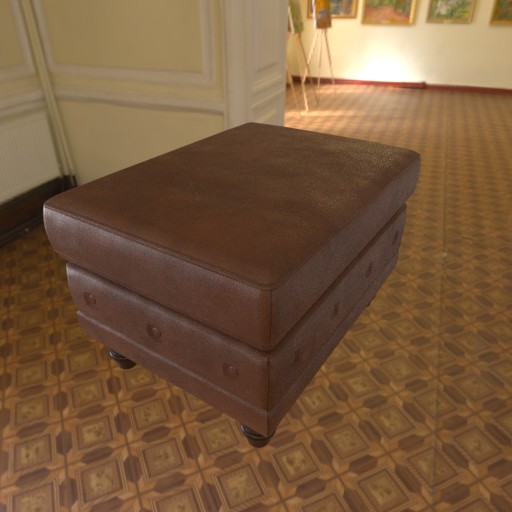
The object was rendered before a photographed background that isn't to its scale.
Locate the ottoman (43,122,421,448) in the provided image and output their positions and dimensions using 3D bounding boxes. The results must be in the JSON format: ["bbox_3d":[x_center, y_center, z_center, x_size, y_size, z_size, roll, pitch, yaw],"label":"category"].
[{"bbox_3d":[0.000,0.000,1.186,0.588,0.509,0.795,19,36,28],"label":"ottoman"}]
